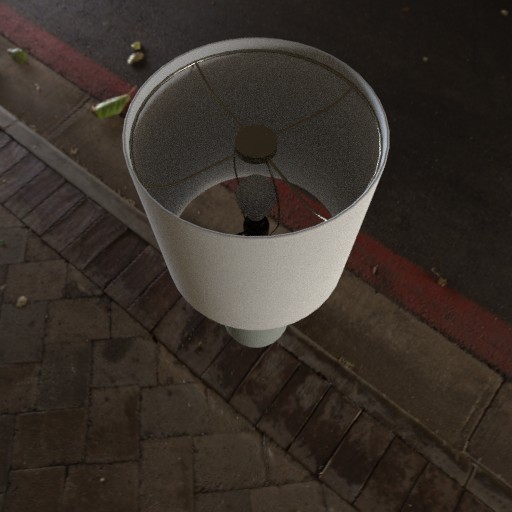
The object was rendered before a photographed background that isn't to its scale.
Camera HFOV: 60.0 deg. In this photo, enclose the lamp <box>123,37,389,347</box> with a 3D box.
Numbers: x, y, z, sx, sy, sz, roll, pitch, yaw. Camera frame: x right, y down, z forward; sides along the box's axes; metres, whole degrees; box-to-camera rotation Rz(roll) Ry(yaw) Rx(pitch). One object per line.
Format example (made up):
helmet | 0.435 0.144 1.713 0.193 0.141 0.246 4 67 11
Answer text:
lamp | 0.000 0.000 0.580 0.220 0.475 0.220 -17 64 -9
